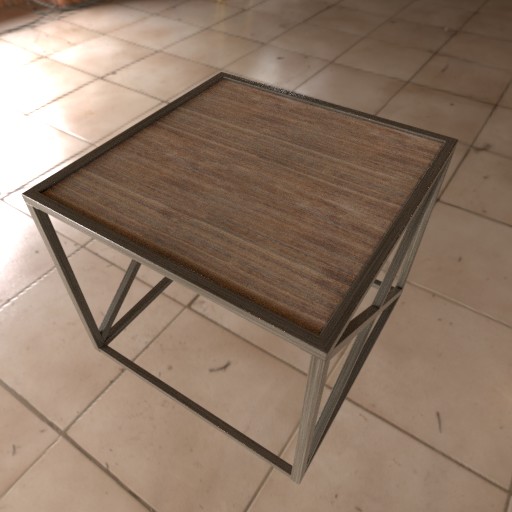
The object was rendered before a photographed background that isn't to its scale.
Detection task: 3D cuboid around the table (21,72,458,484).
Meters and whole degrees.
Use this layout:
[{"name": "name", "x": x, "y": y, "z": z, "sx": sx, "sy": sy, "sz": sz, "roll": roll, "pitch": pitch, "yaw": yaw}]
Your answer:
[{"name": "table", "x": 0.000, "y": 0.000, "z": 1.039, "sx": 0.609, "sy": 0.507, "sz": 0.611, "roll": 25, "pitch": 51, "yaw": 22}]
